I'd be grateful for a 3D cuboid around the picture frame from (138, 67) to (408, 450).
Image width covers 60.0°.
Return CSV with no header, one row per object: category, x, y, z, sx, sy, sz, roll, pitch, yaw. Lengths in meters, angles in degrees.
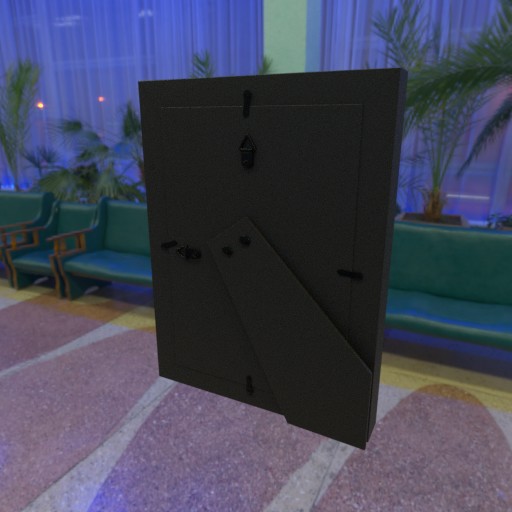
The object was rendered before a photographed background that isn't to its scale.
picture frame,0.000,0.000,0.275,0.157,0.208,0.028,9,19,26
